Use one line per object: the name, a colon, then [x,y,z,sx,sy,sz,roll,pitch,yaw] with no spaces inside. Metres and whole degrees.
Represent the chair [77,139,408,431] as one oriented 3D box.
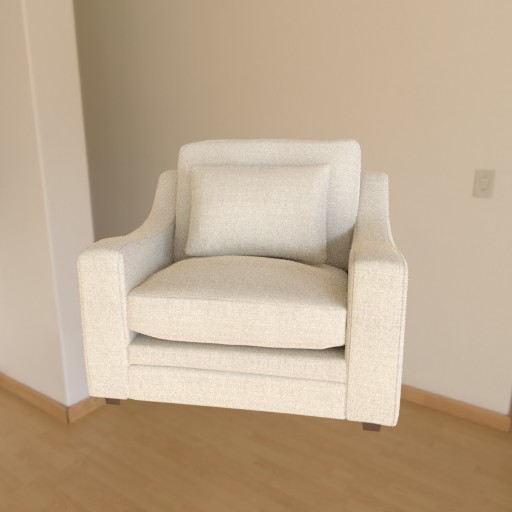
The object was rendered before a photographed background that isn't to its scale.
chair: [0.000,0.000,1.968,1.178,1.016,1.009,2,14,9]
